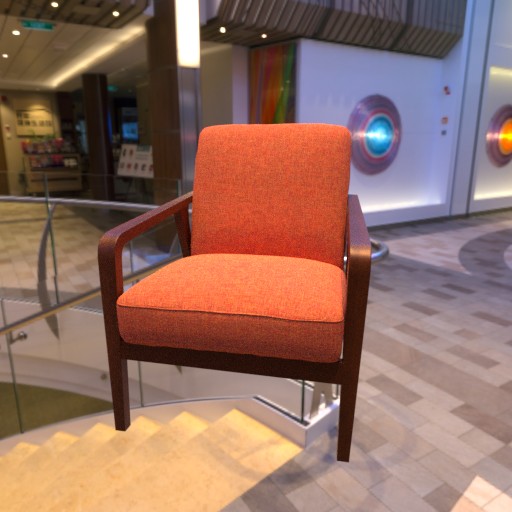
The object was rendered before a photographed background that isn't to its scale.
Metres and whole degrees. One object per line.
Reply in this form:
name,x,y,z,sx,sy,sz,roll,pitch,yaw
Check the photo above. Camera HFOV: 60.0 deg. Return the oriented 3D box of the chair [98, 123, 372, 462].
chair,0.000,0.000,1.517,0.719,0.890,0.860,3,15,11
